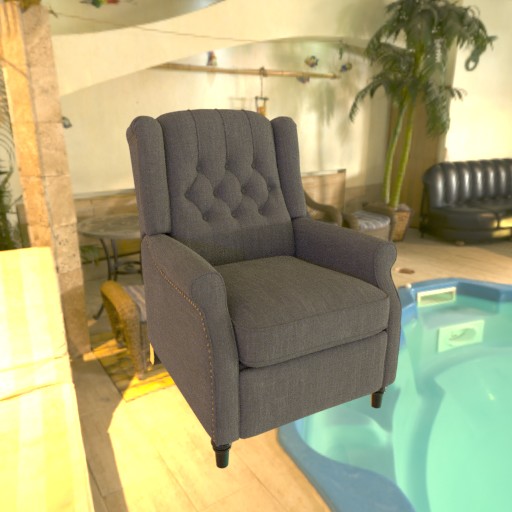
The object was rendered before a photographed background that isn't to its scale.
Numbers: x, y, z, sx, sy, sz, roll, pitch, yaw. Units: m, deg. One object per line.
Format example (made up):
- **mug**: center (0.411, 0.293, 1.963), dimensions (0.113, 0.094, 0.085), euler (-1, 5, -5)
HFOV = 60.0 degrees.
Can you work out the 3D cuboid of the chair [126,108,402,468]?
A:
- **chair**: center (0.000, 0.000, 1.615), dimensions (0.742, 1.035, 0.898), euler (-9, 19, -27)
